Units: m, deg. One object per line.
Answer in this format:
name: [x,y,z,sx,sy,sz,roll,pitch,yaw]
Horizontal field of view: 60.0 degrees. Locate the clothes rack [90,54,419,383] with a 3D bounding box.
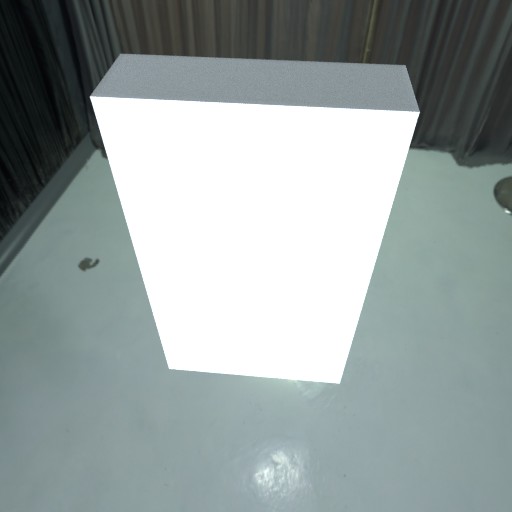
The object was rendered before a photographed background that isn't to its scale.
clothes rack: [0.000,0.000,1.557,0.750,1.280,0.250,4,47,4]
